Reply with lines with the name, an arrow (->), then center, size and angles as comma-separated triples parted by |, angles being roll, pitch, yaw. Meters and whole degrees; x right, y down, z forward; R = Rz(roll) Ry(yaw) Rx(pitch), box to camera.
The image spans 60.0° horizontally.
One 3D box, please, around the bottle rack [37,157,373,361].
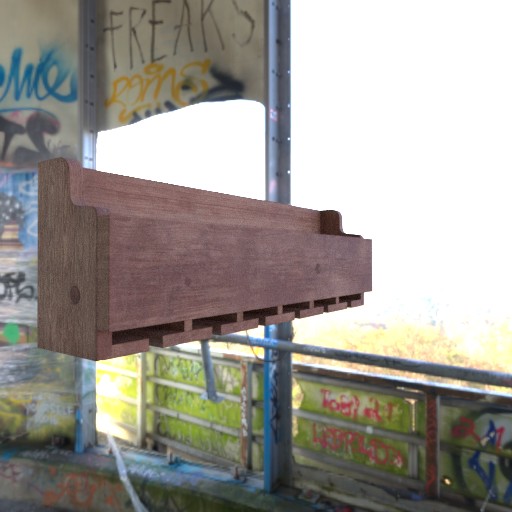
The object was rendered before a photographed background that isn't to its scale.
bottle rack -> 0.000, 0.000, 0.677 | 0.126, 0.196, 0.608 | 0, 0, 37
